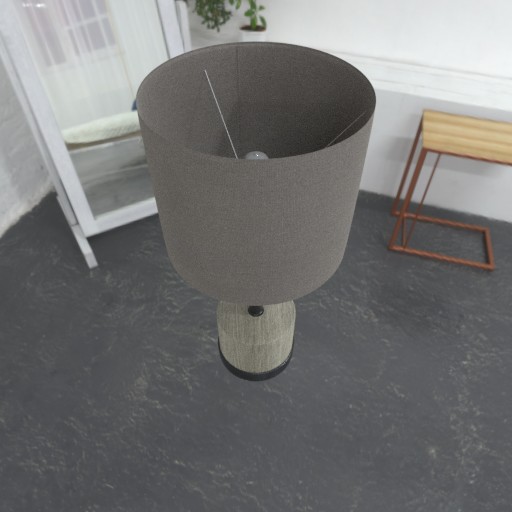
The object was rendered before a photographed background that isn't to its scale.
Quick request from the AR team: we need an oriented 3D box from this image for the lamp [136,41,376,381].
[{"bbox_3d":[0.000,0.000,0.597,0.229,0.470,0.229,-1,47,-1],"label":"lamp"}]
